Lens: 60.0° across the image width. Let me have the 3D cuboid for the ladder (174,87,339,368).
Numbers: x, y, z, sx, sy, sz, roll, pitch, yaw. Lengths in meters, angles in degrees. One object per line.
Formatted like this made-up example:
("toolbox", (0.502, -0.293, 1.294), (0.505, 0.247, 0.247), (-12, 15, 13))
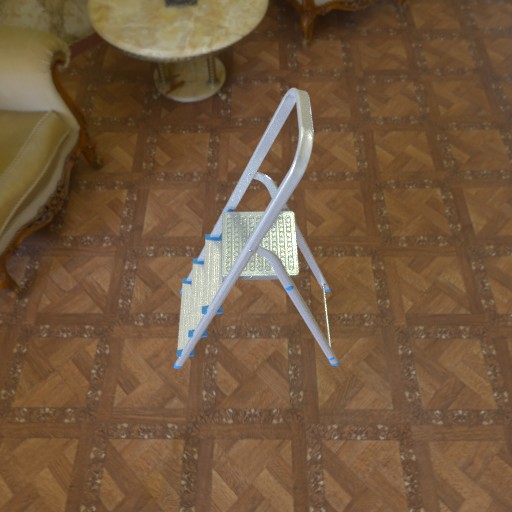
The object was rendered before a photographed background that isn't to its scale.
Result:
("ladder", (0.000, 0.000, 1.759), (0.842, 1.434, 0.445), (-1, 58, -1))
